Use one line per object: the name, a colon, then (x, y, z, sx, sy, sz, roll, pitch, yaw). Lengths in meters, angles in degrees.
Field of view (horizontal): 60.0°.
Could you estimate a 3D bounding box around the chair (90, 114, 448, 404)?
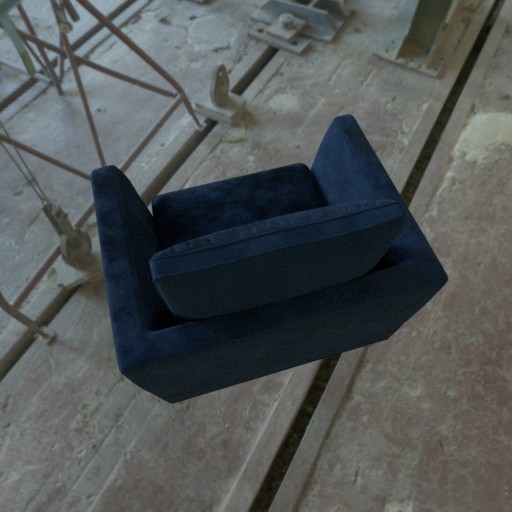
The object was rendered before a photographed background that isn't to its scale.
chair: (0.000, 0.000, 1.592, 0.977, 0.893, 0.746, -14, 60, -9)
